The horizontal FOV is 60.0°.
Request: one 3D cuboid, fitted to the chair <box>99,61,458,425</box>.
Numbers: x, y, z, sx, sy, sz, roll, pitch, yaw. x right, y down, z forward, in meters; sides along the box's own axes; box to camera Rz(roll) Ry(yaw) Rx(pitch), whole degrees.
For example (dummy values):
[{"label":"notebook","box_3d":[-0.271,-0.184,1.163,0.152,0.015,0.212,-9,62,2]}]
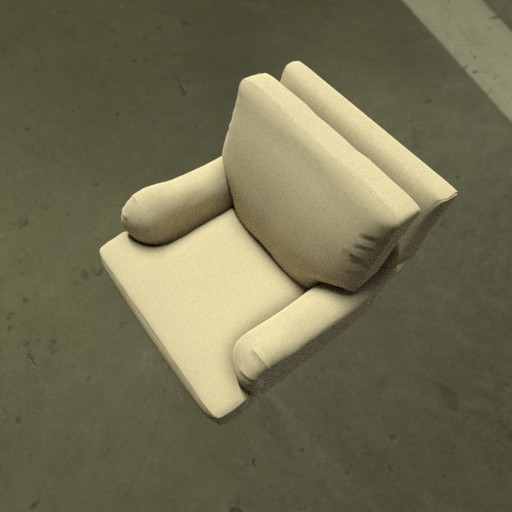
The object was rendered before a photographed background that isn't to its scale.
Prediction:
[{"label":"chair","box_3d":[0.000,0.000,1.854,1.078,1.076,0.895,-34,67,-17]}]
